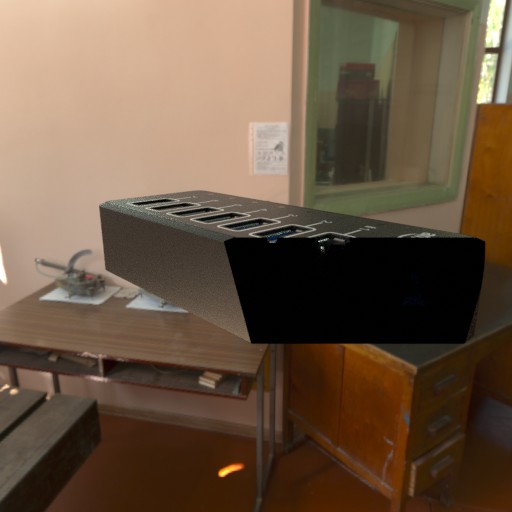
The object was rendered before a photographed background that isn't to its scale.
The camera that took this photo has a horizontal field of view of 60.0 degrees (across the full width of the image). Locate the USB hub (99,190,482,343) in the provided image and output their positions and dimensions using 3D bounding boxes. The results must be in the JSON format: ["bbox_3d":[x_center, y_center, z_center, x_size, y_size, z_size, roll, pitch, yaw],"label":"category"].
[{"bbox_3d":[0.000,0.000,0.126,0.044,0.023,0.110,-15,22,-41],"label":"USB hub"}]
